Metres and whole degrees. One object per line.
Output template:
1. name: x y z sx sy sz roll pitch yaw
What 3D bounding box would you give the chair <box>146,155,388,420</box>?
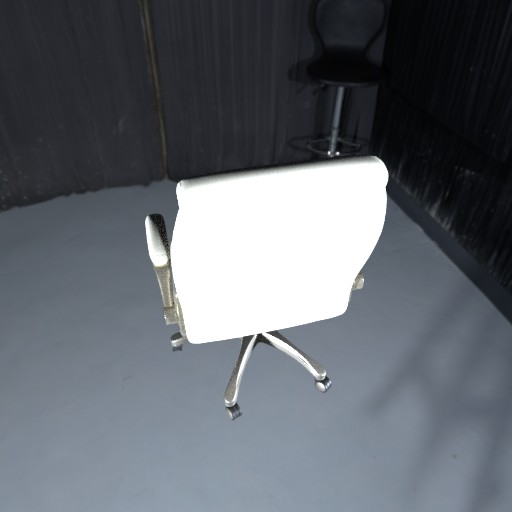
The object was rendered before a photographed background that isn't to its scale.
1. chair: 0.000 0.000 1.625 0.740 1.110 0.794 -12 42 -13
